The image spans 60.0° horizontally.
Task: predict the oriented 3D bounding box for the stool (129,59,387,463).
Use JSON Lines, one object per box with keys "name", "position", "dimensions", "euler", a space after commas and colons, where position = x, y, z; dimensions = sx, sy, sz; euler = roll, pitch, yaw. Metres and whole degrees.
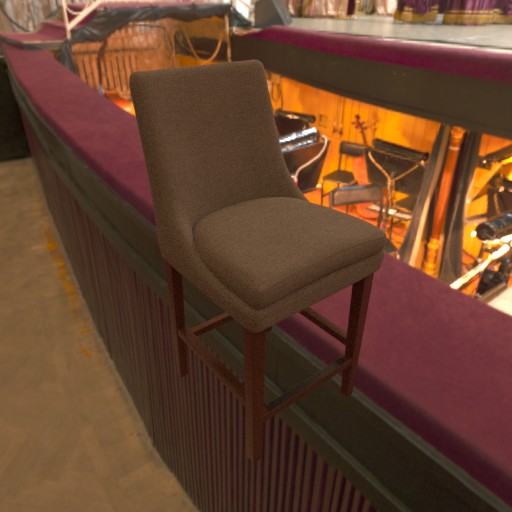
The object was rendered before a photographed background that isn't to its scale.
{"name": "stool", "position": [0.000, 0.000, 1.292], "dimensions": [0.470, 0.981, 0.577], "euler": [-22, 37, -32]}
